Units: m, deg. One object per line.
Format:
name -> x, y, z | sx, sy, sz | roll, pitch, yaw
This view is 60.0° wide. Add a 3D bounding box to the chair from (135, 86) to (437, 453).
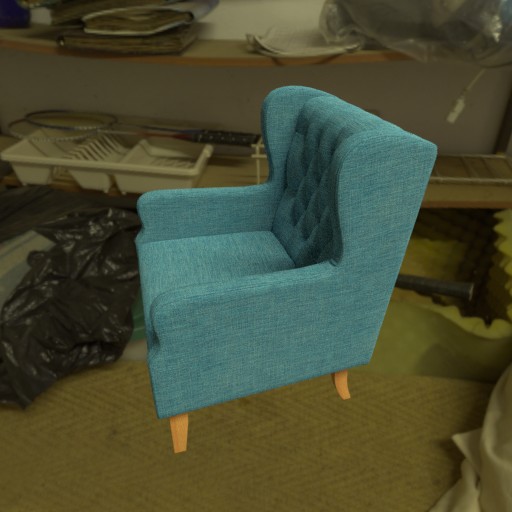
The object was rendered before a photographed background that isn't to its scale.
chair -> 0.000, 0.000, 1.481 | 0.775, 0.952, 0.711 | -8, 32, -13
